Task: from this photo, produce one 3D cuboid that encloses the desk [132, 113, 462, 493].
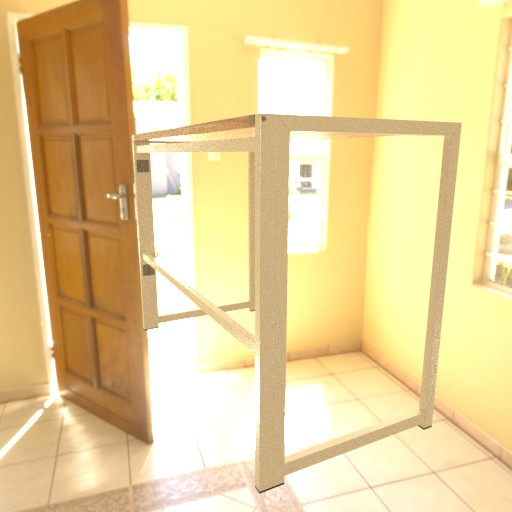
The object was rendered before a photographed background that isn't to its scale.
[{"bbox_3d":[0.000,0.000,1.393,0.508,0.762,1.016,-7,14,-27],"label":"desk"}]
